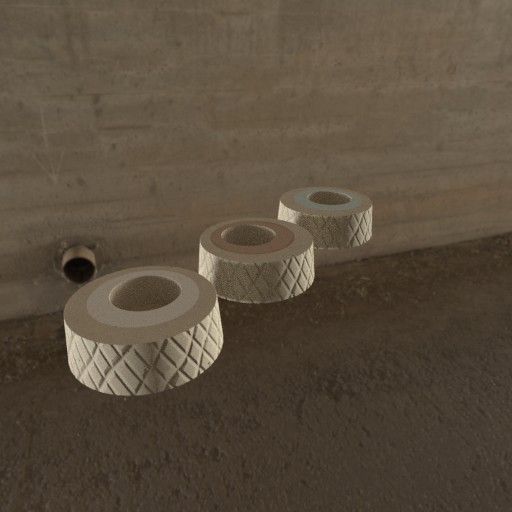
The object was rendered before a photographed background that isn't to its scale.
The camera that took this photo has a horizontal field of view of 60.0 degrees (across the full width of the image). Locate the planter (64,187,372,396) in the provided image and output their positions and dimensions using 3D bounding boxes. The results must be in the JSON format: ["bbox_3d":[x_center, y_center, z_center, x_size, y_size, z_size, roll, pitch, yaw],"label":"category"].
[{"bbox_3d":[0.000,0.000,0.429,0.114,0.038,0.390,18,31,32],"label":"planter"}]
